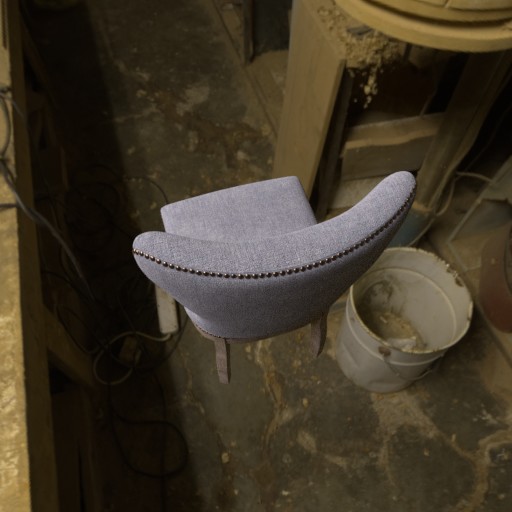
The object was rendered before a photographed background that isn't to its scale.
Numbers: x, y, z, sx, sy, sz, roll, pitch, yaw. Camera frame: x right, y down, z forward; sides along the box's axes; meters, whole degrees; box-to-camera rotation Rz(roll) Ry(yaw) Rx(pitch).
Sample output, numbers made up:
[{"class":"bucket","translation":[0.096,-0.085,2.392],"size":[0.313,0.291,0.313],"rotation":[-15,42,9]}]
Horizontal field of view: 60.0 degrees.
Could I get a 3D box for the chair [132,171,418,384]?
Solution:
[{"class":"chair","translation":[0.000,0.000,1.458],"size":[0.654,1.002,0.681],"rotation":[-14,59,-9]}]
